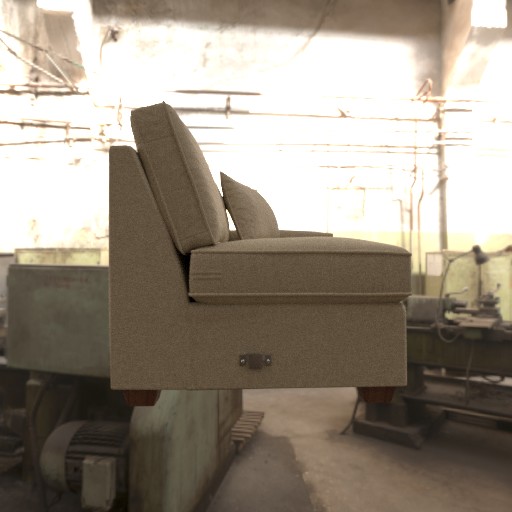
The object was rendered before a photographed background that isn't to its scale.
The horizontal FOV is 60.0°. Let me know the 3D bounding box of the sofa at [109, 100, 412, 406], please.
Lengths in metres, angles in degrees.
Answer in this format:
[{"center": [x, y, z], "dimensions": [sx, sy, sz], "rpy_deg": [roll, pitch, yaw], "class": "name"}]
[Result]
[{"center": [0.000, 0.000, 2.077], "dimensions": [0.991, 0.989, 1.388], "rpy_deg": [0, -1, -2], "class": "sofa"}]
